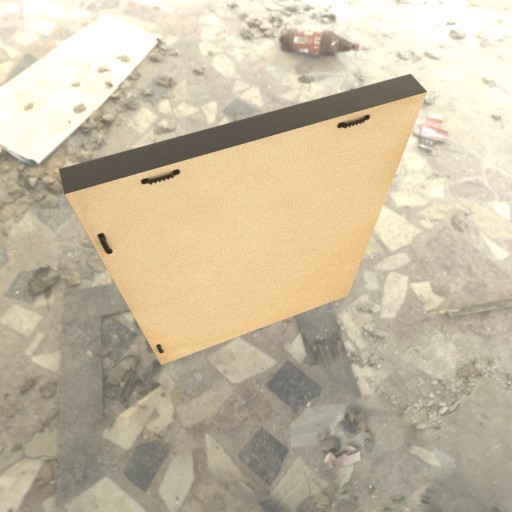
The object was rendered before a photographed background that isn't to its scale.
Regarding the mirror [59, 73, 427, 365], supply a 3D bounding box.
[{"bbox_3d":[0.000,0.000,0.685,0.406,0.509,0.041,-19,60,-11],"label":"mirror"}]
